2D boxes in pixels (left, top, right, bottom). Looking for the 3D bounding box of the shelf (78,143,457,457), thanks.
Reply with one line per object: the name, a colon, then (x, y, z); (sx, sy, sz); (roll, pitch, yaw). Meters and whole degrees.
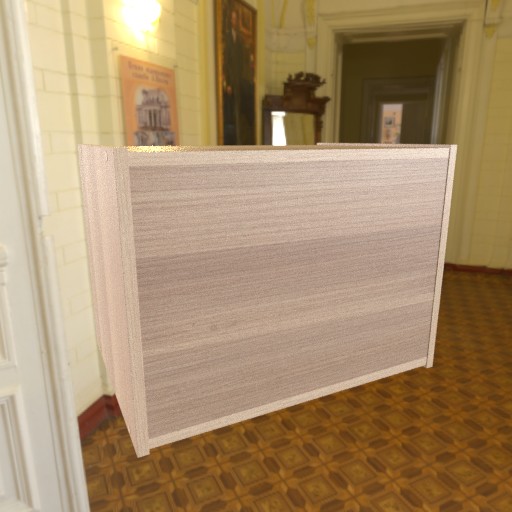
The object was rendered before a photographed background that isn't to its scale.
shelf: (0.000, 0.000, 0.625); (0.415, 0.305, 0.290); (-7, 17, -26)
